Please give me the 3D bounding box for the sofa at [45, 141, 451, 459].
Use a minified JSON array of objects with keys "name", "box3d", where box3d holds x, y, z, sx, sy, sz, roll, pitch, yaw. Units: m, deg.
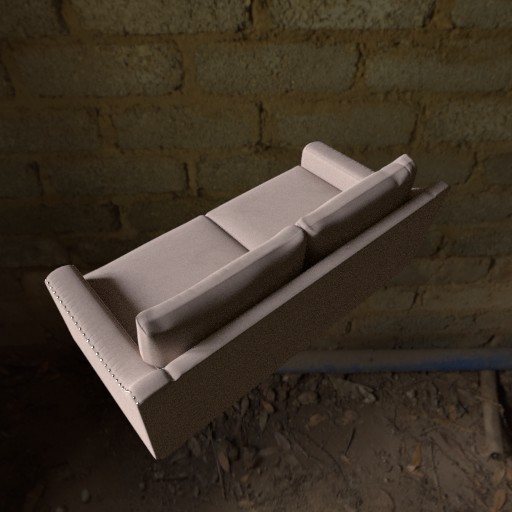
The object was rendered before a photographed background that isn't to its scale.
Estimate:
[{"name":"sofa","box3d":[0.000,0.000,2.474,1.967,0.901,1.030,-31,53,-27]}]
